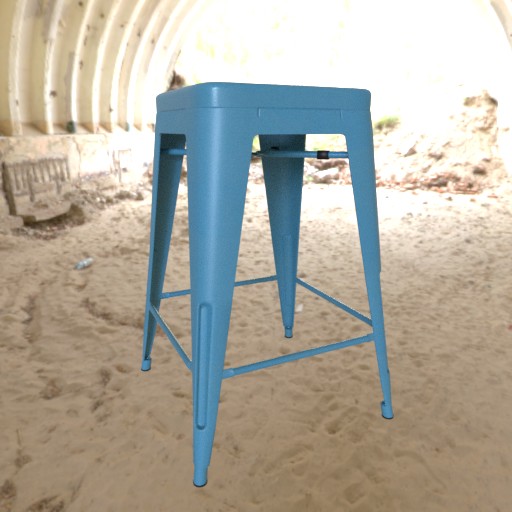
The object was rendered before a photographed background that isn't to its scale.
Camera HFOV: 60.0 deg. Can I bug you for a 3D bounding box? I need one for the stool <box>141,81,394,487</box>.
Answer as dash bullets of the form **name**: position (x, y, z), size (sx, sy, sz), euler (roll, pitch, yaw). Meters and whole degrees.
- **stool**: position (0.000, 0.000, 0.874), size (0.410, 0.608, 0.410), euler (-8, 18, -25)
